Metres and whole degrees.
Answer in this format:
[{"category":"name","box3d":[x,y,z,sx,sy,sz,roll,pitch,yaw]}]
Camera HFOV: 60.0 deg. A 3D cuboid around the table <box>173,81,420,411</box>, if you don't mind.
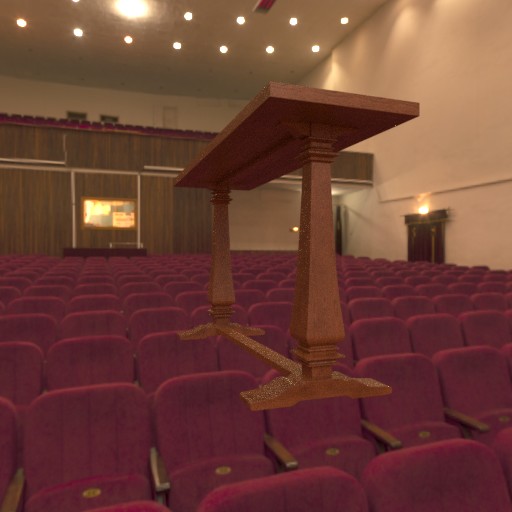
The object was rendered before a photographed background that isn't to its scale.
[{"category":"table","box3d":[0.000,0.000,1.856,0.461,0.852,1.478,0,0,-20]}]
